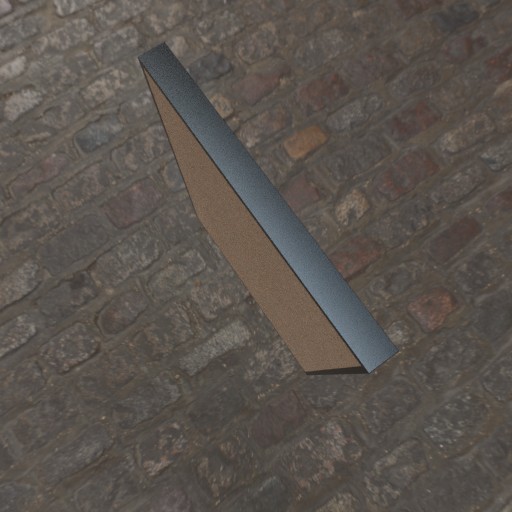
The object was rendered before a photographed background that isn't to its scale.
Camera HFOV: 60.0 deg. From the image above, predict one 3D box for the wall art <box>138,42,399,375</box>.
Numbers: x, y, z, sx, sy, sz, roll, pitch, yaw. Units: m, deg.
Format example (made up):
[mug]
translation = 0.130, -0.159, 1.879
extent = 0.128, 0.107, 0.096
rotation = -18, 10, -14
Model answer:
[wall art]
translation = 0.000, 0.000, 0.753
extent = 0.038, 0.551, 0.448
rotation = -34, 77, -9
